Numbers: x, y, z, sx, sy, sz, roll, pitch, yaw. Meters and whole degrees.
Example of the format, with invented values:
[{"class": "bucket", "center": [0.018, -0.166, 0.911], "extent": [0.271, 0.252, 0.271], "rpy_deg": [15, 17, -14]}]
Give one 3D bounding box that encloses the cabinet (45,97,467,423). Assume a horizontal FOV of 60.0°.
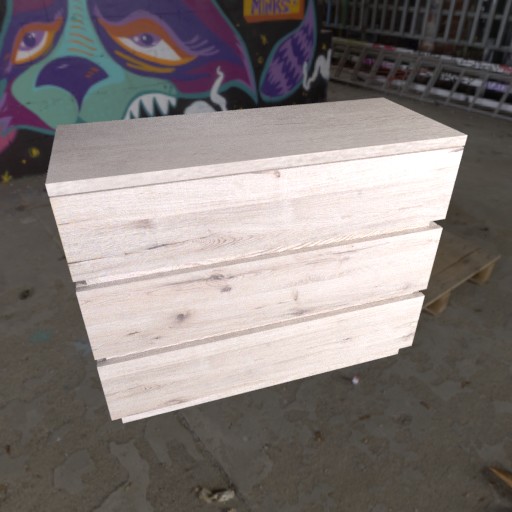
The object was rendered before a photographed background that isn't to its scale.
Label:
[{"class": "cabinet", "center": [0.000, 0.000, 1.432], "extent": [1.040, 0.820, 0.420], "rpy_deg": [-10, 34, -15]}]
